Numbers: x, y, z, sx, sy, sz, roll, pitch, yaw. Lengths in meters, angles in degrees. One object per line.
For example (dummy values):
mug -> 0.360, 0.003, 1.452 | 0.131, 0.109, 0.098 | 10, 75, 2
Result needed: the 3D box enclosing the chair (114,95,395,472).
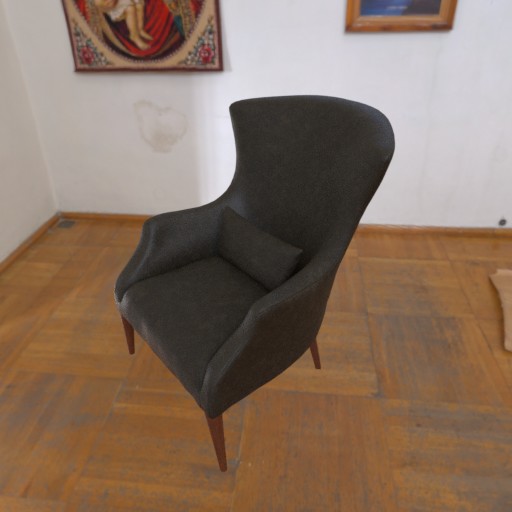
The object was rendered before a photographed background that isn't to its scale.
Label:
chair -> 0.000, 0.000, 1.757 | 0.954, 1.068, 0.819 | -23, 39, -32
